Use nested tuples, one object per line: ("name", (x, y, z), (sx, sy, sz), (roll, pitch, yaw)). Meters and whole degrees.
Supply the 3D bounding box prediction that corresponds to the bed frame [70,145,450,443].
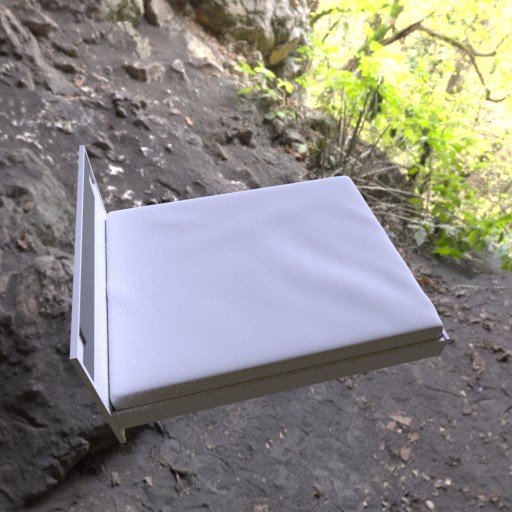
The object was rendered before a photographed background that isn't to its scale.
("bed frame", (0.000, 0.000, 3.044), (2.100, 1.001, 1.711), (-10, 48, -9))
